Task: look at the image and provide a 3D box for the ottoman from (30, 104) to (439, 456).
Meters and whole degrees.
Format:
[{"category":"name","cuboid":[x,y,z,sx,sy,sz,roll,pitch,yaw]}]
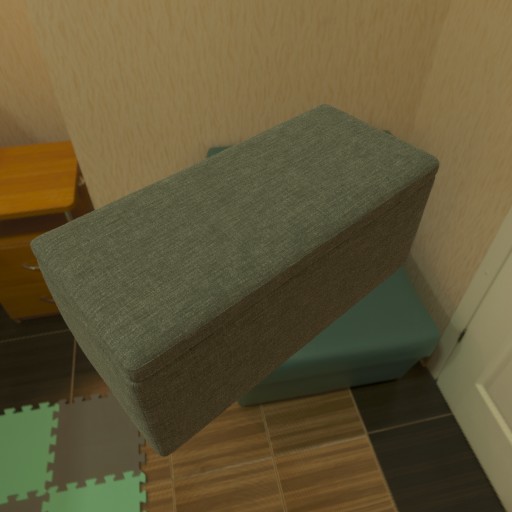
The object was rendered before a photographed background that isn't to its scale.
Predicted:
[{"category":"ottoman","cuboid":[0.000,0.000,1.126,0.902,0.432,0.419,-32,54,-27]}]
